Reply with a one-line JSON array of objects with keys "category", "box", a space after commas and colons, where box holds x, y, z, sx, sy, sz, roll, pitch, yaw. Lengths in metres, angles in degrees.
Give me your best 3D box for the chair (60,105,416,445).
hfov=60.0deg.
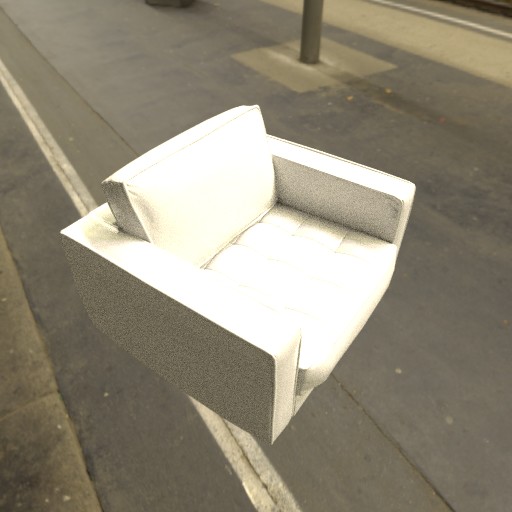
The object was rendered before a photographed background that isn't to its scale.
[{"category": "chair", "box": [0.000, 0.000, 1.536, 0.843, 0.773, 0.928, 25, 47, 26]}]
